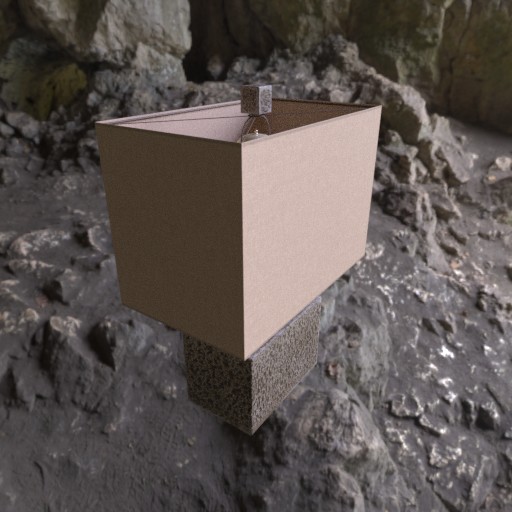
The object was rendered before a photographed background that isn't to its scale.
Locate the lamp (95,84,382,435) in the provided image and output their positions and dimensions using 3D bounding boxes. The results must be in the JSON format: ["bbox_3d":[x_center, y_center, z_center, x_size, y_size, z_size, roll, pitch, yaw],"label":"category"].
[{"bbox_3d":[0.000,0.000,0.571,0.180,0.411,0.294,17,30,31],"label":"lamp"}]
